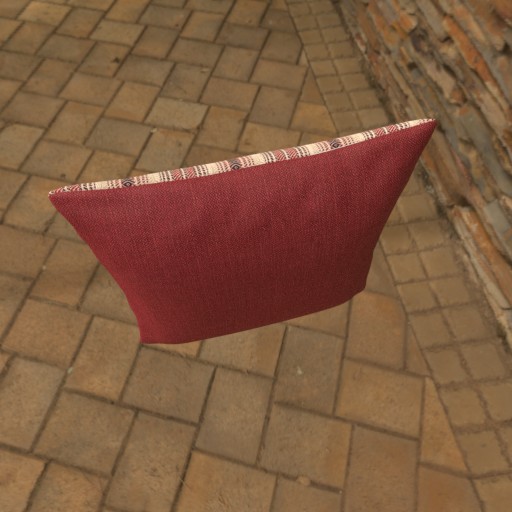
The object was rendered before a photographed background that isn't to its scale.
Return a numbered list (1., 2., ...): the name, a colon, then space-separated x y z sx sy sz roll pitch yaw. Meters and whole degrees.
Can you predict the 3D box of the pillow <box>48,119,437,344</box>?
1. pillow: 0.000 0.000 0.770 0.513 0.497 0.166 -13 59 -8
